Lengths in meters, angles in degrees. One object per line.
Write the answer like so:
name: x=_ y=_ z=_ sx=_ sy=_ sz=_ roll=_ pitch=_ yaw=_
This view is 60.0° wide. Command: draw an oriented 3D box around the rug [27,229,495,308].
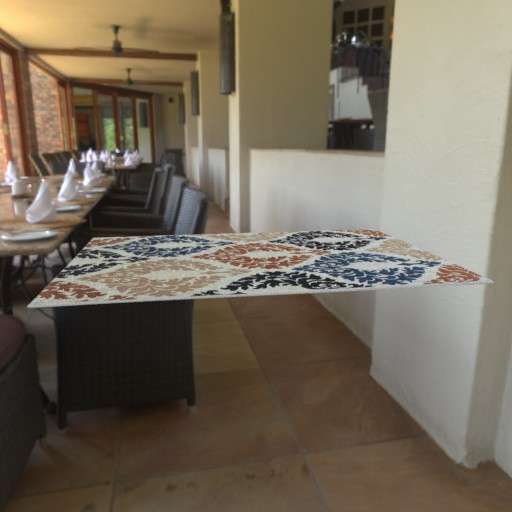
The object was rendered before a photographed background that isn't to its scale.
rug: x=0.000 y=0.000 z=2.838 sx=2.275 sy=0.014 sz=1.514 roll=-2 pitch=14 yaw=-9
